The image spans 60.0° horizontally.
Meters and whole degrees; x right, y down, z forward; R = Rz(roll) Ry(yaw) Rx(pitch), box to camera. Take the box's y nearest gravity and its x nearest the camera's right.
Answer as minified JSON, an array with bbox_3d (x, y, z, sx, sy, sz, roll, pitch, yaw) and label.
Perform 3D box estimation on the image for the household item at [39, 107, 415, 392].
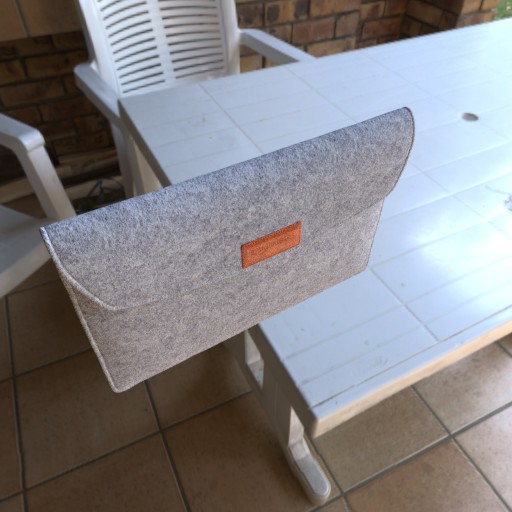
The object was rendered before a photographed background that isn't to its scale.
[{"bbox_3d":[0.000,0.000,0.431,0.335,0.221,0.057,-23,49,-22],"label":"household item"}]
